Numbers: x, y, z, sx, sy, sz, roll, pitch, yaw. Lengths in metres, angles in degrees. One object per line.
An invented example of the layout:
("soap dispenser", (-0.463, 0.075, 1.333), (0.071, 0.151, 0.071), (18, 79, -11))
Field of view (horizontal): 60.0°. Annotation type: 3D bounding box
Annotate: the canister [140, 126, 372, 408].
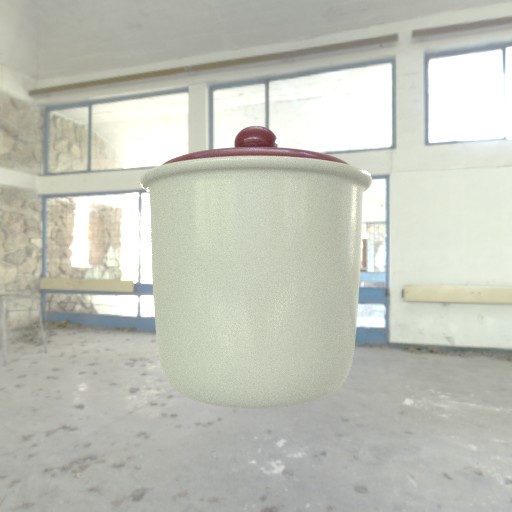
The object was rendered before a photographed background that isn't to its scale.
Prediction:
("canister", (0.000, 0.000, 0.357), (0.182, 0.208, 0.182), (0, -1, 0))
